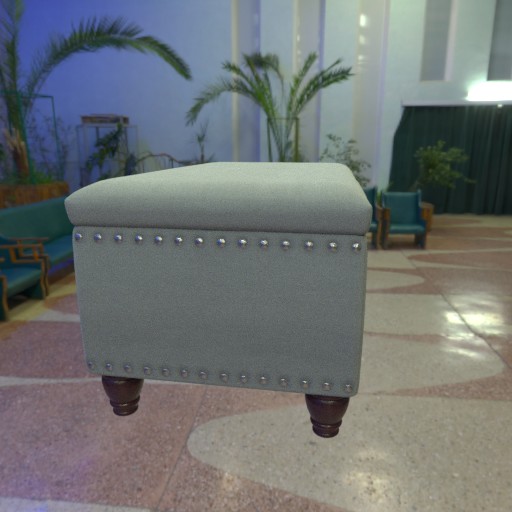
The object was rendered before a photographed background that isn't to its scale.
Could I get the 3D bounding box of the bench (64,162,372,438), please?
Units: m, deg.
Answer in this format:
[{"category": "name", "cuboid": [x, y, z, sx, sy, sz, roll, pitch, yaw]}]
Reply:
[{"category": "bench", "cuboid": [0.000, 0.000, 1.160, 0.500, 0.449, 0.887, 2, 14, 9]}]
